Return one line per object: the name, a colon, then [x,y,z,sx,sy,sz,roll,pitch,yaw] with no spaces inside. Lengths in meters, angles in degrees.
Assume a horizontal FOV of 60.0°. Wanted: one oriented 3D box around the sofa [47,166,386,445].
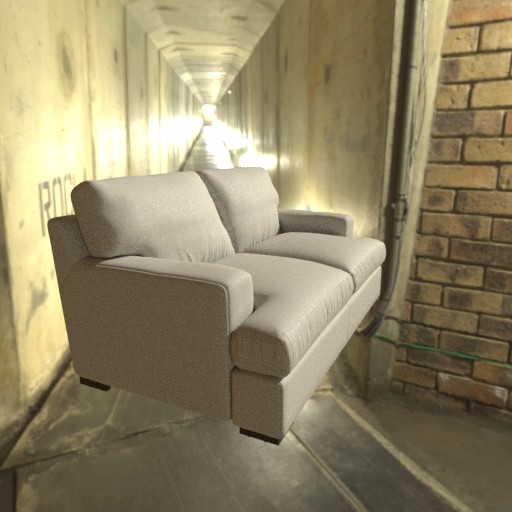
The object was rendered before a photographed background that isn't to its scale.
sofa: [0.000,0.000,2.511,1.143,0.940,1.880,7,15,25]
